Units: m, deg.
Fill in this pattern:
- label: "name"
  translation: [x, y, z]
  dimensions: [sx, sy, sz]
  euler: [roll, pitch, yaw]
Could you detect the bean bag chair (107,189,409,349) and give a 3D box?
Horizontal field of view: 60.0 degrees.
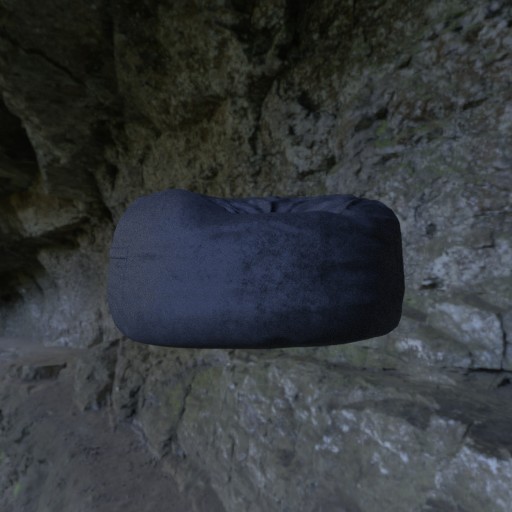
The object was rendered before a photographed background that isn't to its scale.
- label: "bean bag chair"
  translation: [0.000, 0.000, 2.390]
  dimensions: [1.525, 0.751, 1.525]
  euler: [0, 1, 0]
